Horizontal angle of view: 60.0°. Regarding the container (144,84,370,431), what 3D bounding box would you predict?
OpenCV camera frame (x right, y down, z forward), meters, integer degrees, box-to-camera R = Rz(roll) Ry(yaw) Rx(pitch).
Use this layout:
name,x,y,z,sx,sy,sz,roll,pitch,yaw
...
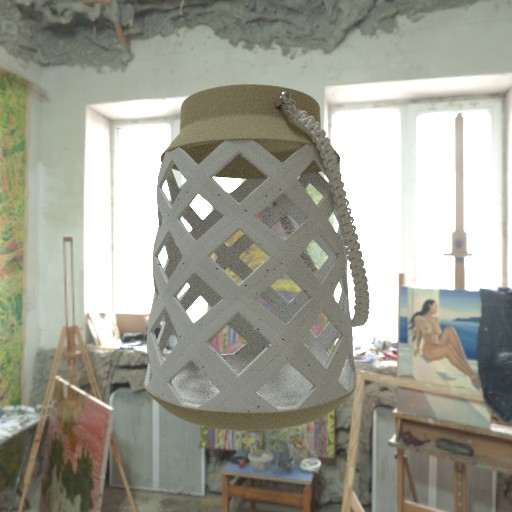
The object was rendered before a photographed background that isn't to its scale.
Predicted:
name,x,y,z,sx,sy,sz,roll,pitch,yaw
container,0.000,0.000,0.350,0.172,0.229,0.163,0,0,-17
